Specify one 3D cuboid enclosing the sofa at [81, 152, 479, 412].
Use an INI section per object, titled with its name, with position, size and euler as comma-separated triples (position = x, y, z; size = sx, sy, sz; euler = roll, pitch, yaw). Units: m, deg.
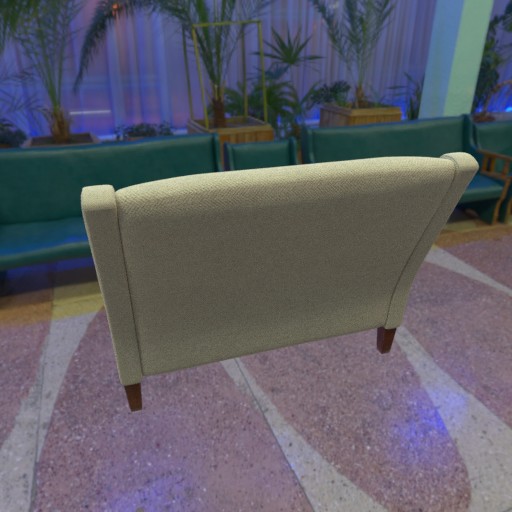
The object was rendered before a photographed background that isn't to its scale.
[sofa]
position = 0.000, 0.000, 1.849
size = 1.212, 0.976, 0.946
euler = -8, 28, -16
